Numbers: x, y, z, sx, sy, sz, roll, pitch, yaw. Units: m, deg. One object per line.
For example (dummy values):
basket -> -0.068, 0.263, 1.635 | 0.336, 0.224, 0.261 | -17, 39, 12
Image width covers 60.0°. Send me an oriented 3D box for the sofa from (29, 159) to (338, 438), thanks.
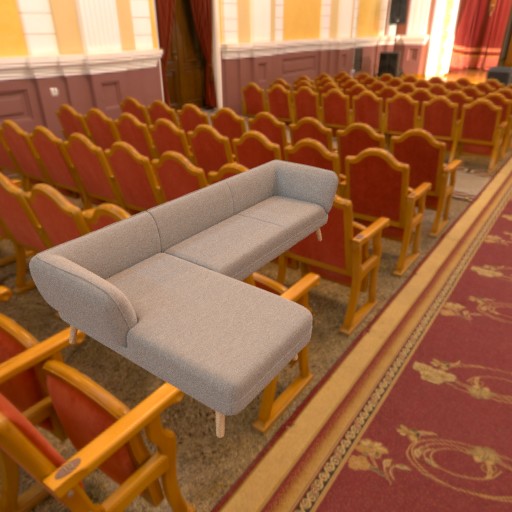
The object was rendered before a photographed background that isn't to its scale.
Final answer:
sofa -> 0.000, 0.000, 3.360 | 1.532, 0.693, 2.653 | 19, 33, 31
